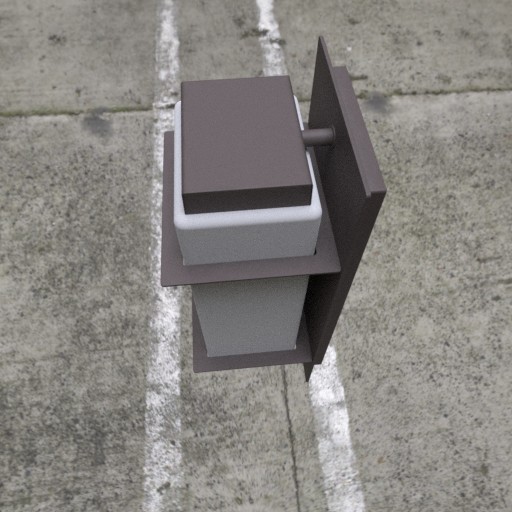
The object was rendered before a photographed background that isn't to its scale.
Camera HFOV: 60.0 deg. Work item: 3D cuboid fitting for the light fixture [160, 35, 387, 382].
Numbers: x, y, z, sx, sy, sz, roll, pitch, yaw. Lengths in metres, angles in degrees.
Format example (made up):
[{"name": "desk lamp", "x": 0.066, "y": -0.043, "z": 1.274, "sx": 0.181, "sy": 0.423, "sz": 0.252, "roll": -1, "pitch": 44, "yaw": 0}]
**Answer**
[{"name": "light fixture", "x": 0.000, "y": 0.000, "z": 0.426, "sx": 0.146, "sy": 0.347, "sz": 0.153, "roll": -5, "pitch": 58, "yaw": -3}]
